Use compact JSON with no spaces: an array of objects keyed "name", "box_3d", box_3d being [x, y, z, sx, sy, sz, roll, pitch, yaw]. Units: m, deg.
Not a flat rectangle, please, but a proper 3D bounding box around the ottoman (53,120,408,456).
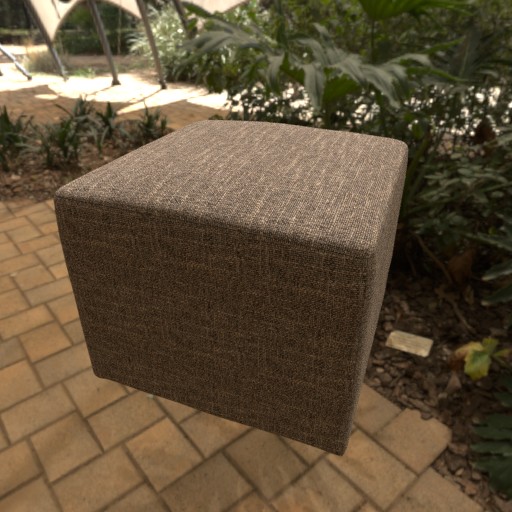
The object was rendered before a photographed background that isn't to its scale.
[{"name":"ottoman","box_3d":[0.000,0.000,0.908,0.512,0.453,0.521,11,32,18]}]
